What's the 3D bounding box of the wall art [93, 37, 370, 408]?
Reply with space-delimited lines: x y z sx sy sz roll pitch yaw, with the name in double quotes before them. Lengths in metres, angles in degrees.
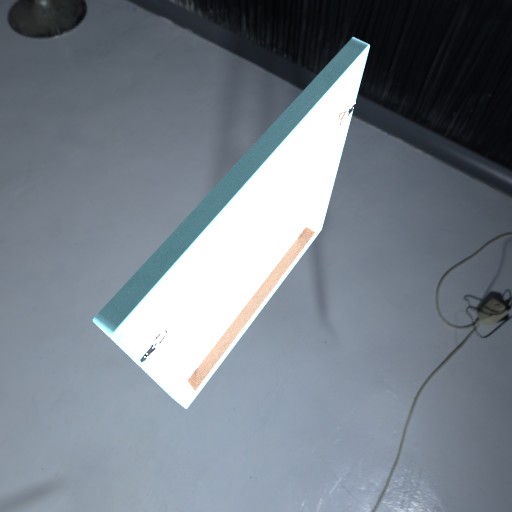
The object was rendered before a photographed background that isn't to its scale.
"wall art" 0.000 0.000 1.580 0.070 1.073 1.071 33 68 15
